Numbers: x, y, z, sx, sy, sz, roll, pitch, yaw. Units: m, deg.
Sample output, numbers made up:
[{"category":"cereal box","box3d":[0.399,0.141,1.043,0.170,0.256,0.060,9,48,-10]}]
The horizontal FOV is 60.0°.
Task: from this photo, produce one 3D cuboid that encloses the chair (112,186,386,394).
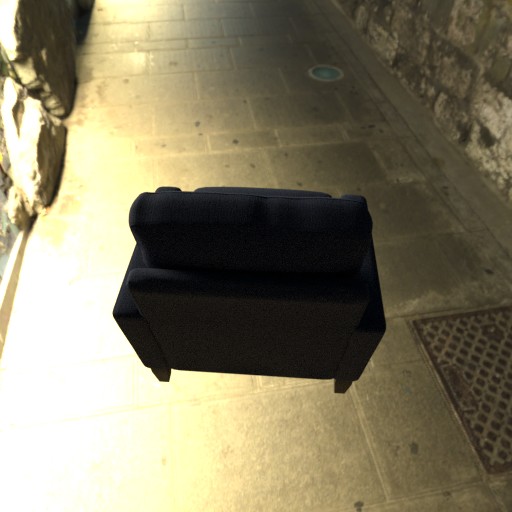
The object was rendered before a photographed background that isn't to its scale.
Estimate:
[{"category":"chair","box3d":[0.000,0.000,1.722,0.855,0.991,0.897,3,47,3]}]
